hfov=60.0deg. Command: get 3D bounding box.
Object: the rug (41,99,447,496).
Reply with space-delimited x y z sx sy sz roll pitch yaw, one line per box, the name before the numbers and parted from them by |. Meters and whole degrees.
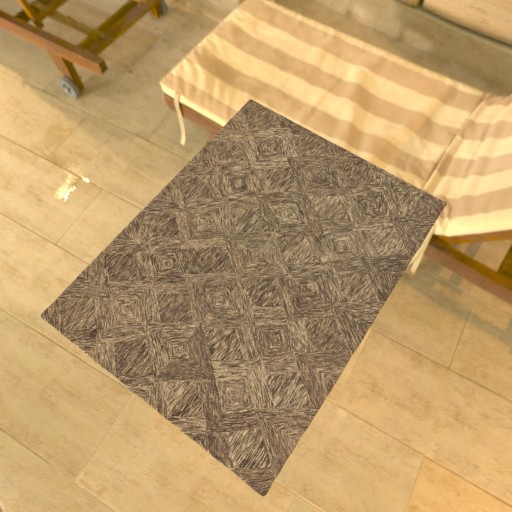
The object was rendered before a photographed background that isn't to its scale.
rug | 0.000 0.000 4.193 2.448 0.017 3.204 33 68 15
